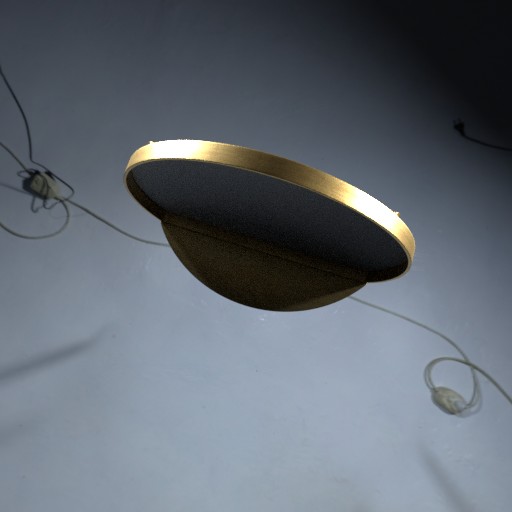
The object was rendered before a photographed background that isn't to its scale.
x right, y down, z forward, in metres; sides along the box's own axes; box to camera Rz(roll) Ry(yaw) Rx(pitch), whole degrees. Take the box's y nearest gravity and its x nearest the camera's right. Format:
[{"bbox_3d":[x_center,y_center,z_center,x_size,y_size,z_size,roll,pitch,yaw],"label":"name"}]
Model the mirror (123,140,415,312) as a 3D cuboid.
[{"bbox_3d":[0.000,0.000,0.699,0.457,0.457,0.133,17,77,4],"label":"mirror"}]
